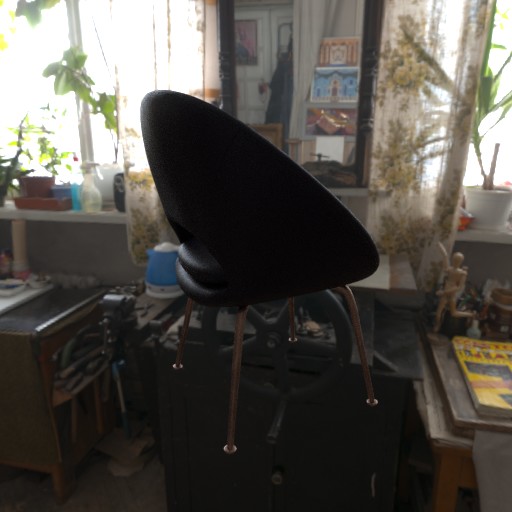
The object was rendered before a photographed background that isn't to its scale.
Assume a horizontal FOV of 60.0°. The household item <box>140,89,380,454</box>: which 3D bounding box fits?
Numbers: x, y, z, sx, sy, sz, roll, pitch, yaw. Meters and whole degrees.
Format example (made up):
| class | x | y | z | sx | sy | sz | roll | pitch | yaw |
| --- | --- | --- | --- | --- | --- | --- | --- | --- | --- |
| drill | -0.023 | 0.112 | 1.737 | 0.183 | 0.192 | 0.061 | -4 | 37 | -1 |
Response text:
| class | x | y | z | sx | sy | sz | roll | pitch | yaw |
| --- | --- | --- | --- | --- | --- | --- | --- | --- | --- |
| household item | 0.000 | 0.000 | 1.243 | 0.573 | 0.852 | 0.623 | -8 | 17 | -25 |
